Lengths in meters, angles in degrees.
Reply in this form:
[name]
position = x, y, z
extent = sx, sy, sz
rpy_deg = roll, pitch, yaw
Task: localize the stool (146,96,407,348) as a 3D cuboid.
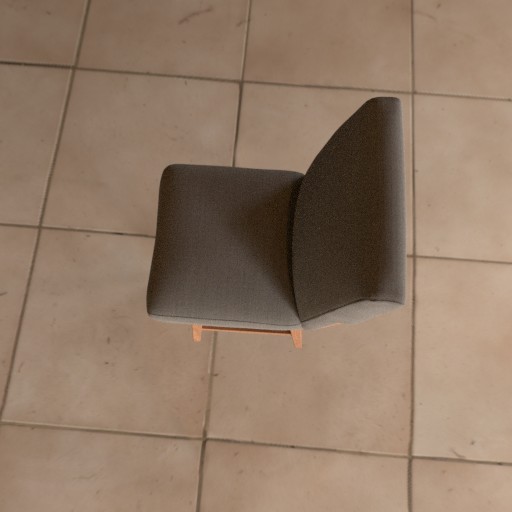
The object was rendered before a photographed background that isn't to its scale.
[stool]
position = 0.000, 0.000, 1.350
extent = 0.570, 1.112, 0.483
rpy_deg = 3, 76, 1
